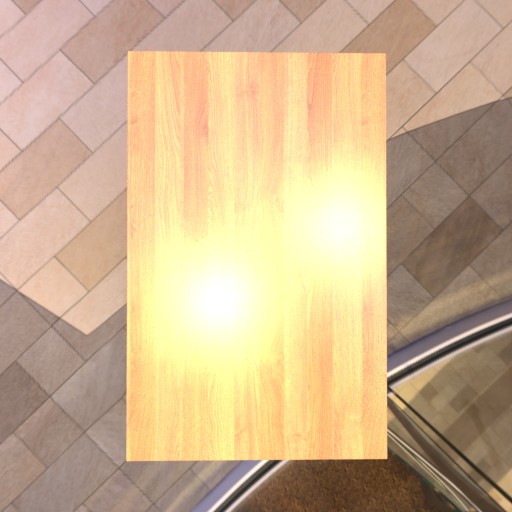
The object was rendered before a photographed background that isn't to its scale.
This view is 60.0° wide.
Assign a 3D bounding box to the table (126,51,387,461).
[{"bbox_3d":[0.000,0.000,1.416,0.700,0.442,1.100,0,89,-1],"label":"table"}]
